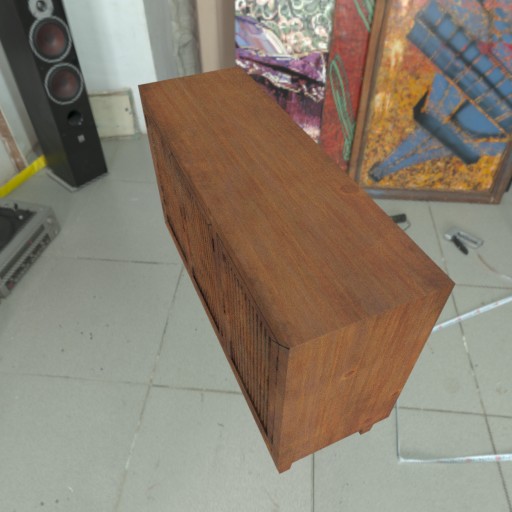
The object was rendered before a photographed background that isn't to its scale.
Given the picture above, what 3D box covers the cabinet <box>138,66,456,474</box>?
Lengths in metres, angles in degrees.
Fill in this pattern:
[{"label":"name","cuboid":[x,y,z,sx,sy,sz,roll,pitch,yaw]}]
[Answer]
[{"label":"cabinet","cuboid":[0.000,0.000,1.566,0.403,0.805,1.204,-18,49,-16]}]
